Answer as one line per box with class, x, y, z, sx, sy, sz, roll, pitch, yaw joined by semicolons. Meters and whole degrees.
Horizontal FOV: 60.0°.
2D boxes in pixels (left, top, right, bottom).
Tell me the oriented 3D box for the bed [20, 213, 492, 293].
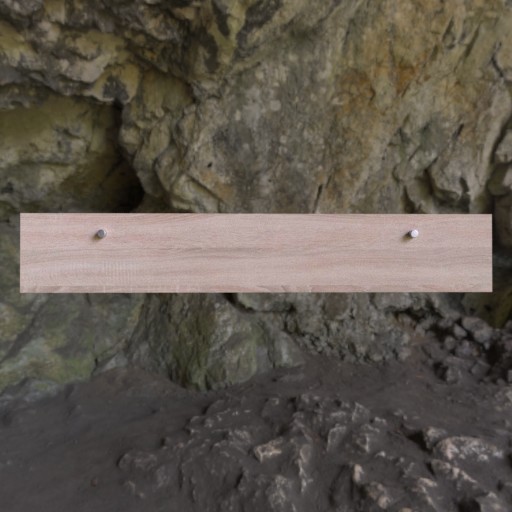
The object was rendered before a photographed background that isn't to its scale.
bed;0.000;0.000;1.456;1.200;0.209;0.685;0;-1;-1
